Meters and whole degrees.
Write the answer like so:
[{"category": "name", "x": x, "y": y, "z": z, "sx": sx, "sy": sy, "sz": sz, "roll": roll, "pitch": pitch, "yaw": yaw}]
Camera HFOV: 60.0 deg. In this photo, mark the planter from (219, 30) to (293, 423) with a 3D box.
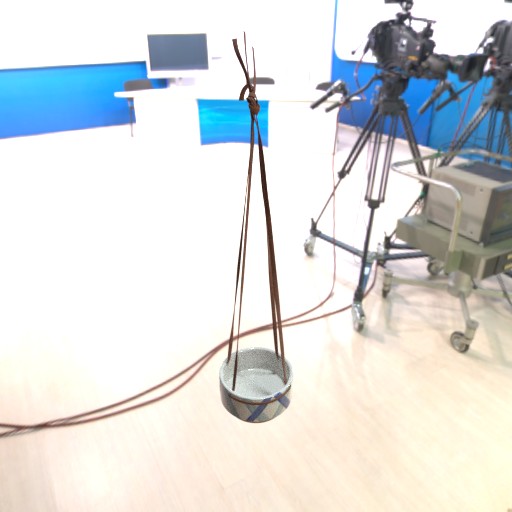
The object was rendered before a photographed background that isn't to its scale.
[{"category": "planter", "x": 0.000, "y": 0.000, "z": 0.831, "sx": 0.166, "sy": 0.751, "sz": 0.166, "roll": 11, "pitch": 31, "yaw": 18}]
